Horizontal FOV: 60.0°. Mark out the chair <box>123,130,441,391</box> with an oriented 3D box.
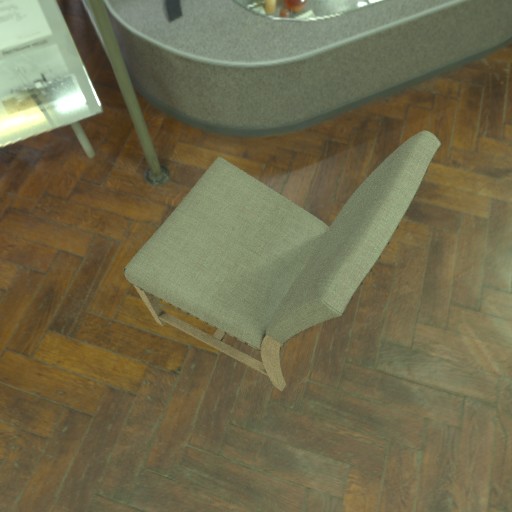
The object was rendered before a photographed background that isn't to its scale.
[{"bbox_3d":[0.000,0.000,1.305,0.622,0.986,0.508,30,68,14],"label":"chair"}]
